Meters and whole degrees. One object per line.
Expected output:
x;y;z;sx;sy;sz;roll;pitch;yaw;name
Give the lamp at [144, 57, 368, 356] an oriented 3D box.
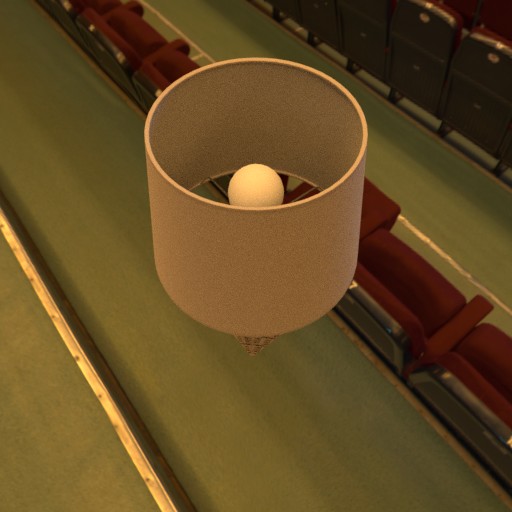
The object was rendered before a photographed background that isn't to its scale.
0.000;0.000;0.579;0.251;0.435;0.251;0;57;0;lamp
